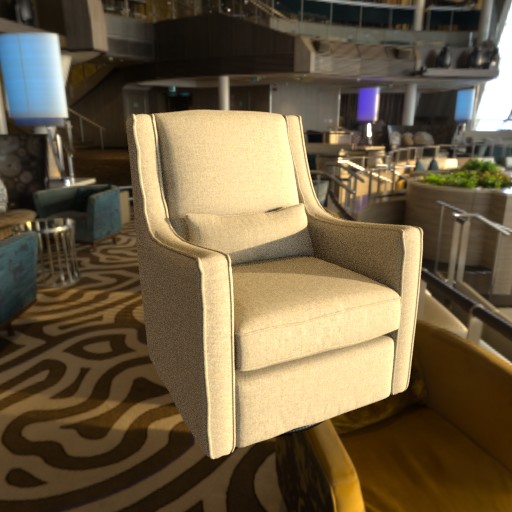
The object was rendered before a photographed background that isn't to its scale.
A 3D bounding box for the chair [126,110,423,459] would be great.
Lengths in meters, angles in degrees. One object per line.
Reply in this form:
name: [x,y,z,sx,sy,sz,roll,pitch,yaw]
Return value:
chair: [0.000,0.000,1.562,0.732,0.993,0.879,-8,19,-26]
